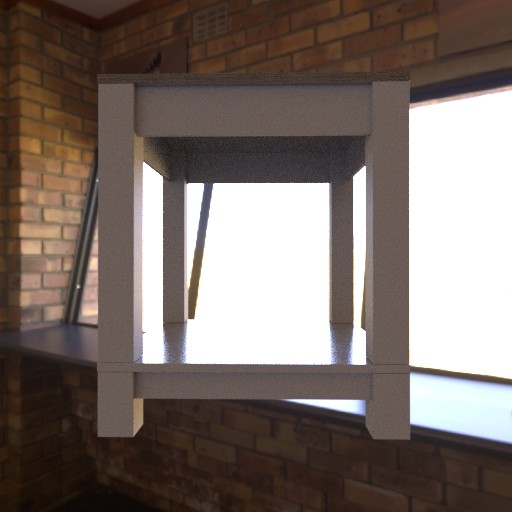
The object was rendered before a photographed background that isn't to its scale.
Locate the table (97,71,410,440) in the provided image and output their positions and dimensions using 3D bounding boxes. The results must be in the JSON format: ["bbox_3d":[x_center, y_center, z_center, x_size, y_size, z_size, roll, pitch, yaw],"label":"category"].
[{"bbox_3d":[0.000,0.000,0.965,0.504,0.587,0.506,0,0,1],"label":"table"}]
